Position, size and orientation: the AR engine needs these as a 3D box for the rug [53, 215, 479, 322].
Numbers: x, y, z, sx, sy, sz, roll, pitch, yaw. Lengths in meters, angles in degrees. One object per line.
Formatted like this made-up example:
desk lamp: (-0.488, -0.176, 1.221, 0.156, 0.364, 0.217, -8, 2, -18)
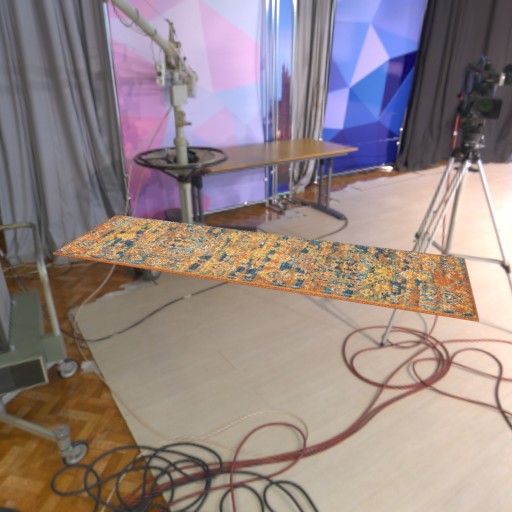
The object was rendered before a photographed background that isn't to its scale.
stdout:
rug: (0.000, 0.000, 2.538, 2.274, 0.016, 0.651, 8, 27, 16)
